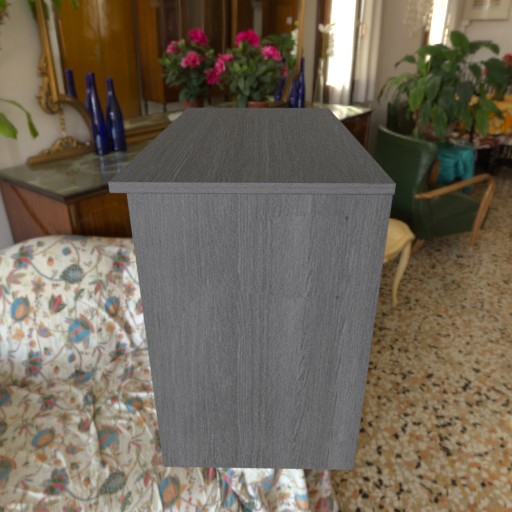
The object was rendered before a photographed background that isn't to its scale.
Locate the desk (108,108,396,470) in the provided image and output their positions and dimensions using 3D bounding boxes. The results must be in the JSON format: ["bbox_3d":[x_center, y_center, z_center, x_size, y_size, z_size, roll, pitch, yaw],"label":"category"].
[{"bbox_3d":[0.000,0.000,1.326,0.498,0.724,0.893,0,26,1],"label":"desk"}]
